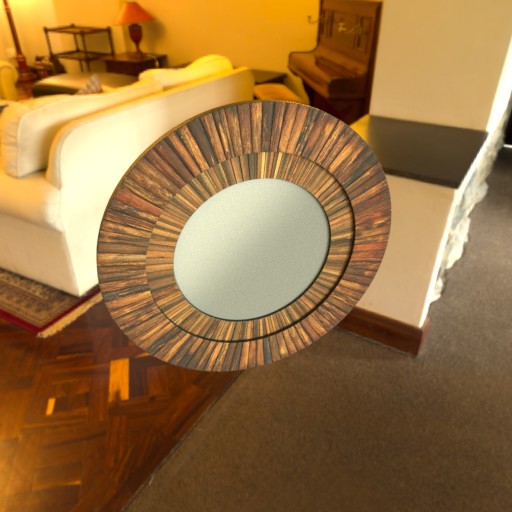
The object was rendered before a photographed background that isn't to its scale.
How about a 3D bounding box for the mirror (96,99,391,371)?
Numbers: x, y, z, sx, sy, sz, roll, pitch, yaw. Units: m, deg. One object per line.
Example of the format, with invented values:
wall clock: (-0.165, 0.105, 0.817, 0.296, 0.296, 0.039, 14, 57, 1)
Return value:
mirror: (0.000, 0.000, 1.589, 1.077, 1.077, 0.036, -10, 34, -15)
